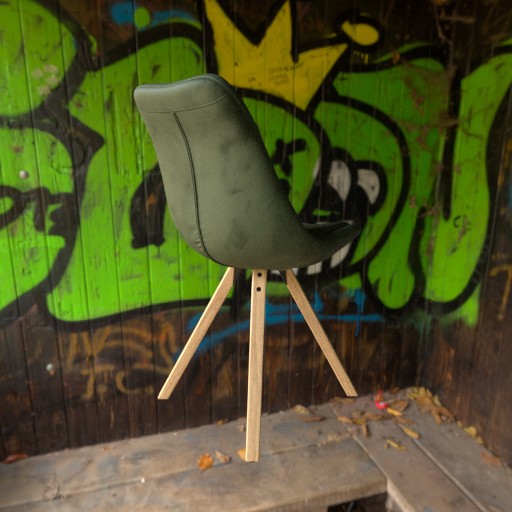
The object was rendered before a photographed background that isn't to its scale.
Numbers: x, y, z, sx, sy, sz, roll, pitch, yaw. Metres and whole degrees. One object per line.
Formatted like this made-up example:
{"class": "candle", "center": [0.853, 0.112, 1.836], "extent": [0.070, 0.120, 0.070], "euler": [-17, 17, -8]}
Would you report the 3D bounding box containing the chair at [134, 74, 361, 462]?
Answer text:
{"class": "chair", "center": [0.000, 0.000, 1.222], "extent": [0.483, 0.865, 0.547], "euler": [14, 20, 43]}
